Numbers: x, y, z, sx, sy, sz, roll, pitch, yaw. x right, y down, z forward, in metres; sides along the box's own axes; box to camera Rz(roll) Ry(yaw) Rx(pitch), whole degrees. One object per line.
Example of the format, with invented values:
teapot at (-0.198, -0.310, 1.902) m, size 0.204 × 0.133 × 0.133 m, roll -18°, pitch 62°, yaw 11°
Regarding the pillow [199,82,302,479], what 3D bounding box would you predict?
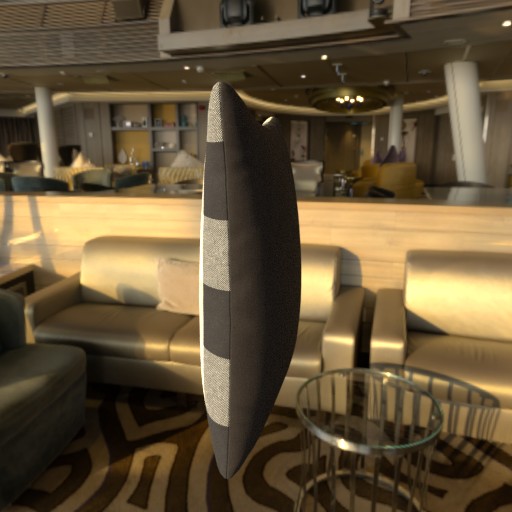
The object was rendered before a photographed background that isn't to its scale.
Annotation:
pillow at (0.000, 0.000, 0.785) m, size 0.161 × 0.509 × 0.511 m, roll 2°, pitch 13°, yaw 9°
